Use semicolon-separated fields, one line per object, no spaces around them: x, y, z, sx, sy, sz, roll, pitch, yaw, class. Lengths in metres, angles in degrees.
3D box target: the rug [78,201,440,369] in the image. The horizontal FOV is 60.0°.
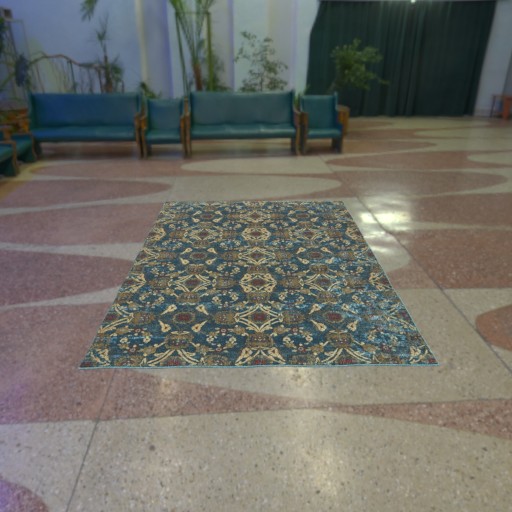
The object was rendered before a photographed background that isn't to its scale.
0.000;0.000;2.908;1.567;0.014;2.207;0;26;-1;rug
